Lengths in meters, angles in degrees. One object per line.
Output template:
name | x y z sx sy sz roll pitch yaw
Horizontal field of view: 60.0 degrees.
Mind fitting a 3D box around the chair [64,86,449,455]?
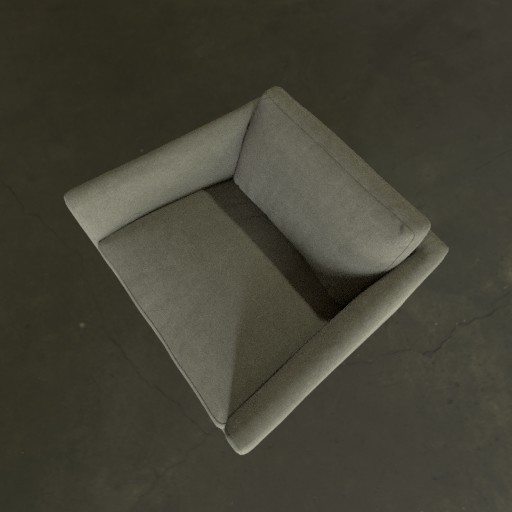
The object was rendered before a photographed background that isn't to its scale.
chair | 0.000 0.000 1.913 1.091 0.845 1.190 -35 69 -15
